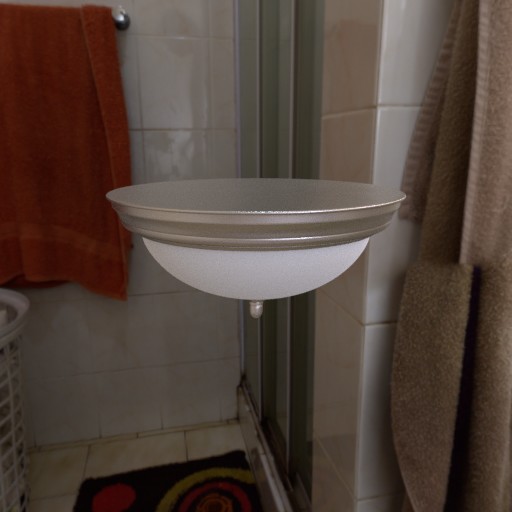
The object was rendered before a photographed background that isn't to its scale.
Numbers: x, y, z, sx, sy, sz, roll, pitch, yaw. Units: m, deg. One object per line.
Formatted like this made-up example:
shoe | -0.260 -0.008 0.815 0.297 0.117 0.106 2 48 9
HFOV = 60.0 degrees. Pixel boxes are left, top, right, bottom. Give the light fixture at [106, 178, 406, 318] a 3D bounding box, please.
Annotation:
light fixture | 0.000 0.000 0.452 0.280 0.135 0.280 0 15 0
